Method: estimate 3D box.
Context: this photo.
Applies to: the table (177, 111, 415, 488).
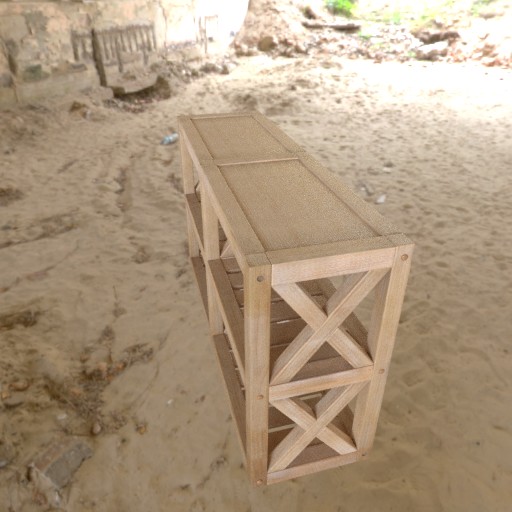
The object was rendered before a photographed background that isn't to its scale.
[{"bbox_3d":[0.000,0.000,1.673,0.381,0.762,1.320,-8,32,-13],"label":"table"}]
